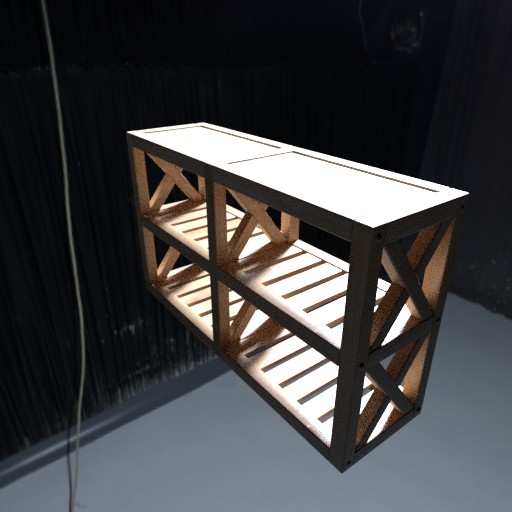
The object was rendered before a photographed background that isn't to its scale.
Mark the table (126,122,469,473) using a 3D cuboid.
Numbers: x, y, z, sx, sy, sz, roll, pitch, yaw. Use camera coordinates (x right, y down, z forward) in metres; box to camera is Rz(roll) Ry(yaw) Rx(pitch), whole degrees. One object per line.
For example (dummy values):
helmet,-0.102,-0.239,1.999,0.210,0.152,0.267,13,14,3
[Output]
table,0.000,0.000,1.665,0.381,0.762,1.320,-19,32,-33
